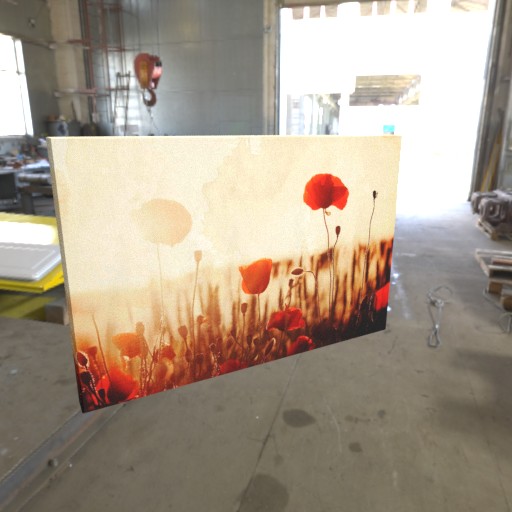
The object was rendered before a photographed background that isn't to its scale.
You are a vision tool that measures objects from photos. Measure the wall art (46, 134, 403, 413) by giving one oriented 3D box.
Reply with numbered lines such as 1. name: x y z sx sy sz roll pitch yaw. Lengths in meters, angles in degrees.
1. wall art: 0.000 0.000 0.767 0.613 0.402 0.040 -8 18 -27
